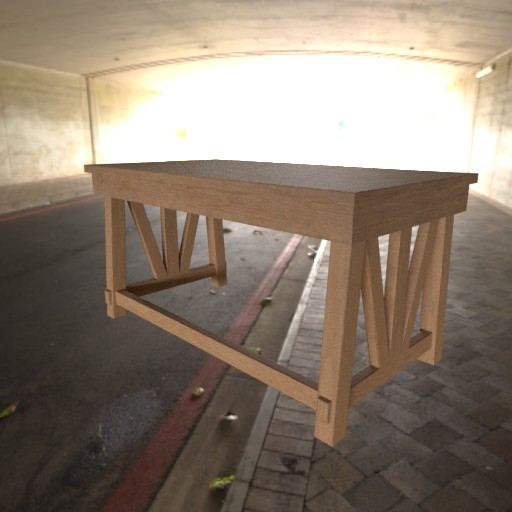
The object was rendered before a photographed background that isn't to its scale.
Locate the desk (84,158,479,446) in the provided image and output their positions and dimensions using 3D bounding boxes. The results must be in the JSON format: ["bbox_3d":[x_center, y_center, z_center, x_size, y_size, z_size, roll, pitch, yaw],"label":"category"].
[{"bbox_3d":[0.000,0.000,1.961,0.813,0.762,1.499,-15,21,-43],"label":"desk"}]
